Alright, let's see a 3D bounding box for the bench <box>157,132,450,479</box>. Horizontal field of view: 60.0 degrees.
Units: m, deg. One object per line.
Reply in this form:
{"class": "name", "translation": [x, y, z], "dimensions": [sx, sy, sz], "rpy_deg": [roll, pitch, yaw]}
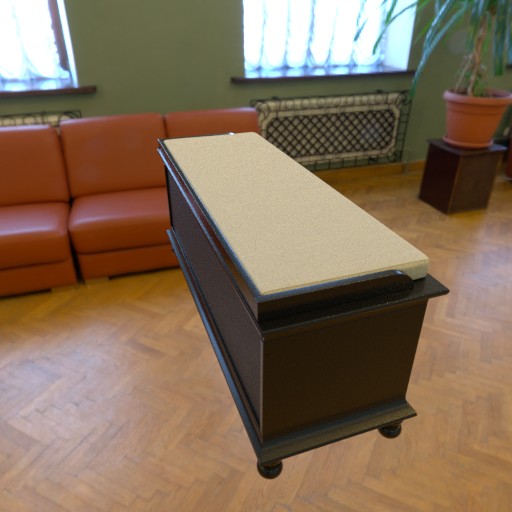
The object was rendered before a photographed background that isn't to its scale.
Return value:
{"class": "bench", "translation": [0.000, 0.000, 1.412], "dimensions": [0.402, 0.501, 1.185], "rpy_deg": [-10, 31, -17]}
